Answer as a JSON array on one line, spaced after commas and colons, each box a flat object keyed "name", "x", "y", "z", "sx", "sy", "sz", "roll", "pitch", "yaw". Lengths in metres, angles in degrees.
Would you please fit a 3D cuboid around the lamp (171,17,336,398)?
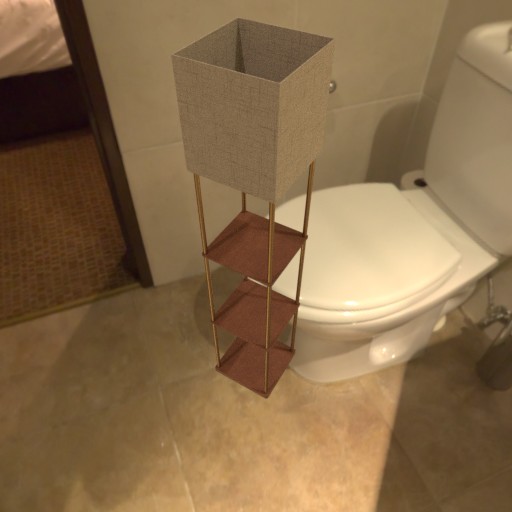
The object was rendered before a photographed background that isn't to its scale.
[{"name": "lamp", "x": 0.000, "y": 0.000, "z": 1.709, "sx": 0.310, "sy": 1.569, "sz": 0.308, "roll": 24, "pitch": 51, "yaw": 21}]
